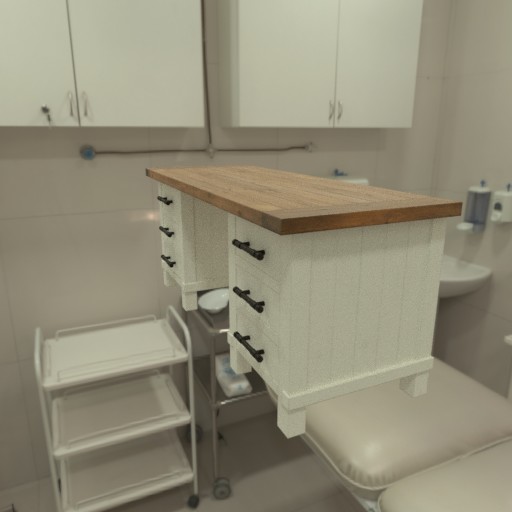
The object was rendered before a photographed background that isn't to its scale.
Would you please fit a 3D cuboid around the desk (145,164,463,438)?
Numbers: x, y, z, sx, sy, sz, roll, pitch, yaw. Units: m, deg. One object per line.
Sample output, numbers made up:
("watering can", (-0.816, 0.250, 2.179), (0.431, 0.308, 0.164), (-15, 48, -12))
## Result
("desk", (0.000, 0.000, 2.237), (0.688, 0.760, 1.803), (-7, 18, -24))
